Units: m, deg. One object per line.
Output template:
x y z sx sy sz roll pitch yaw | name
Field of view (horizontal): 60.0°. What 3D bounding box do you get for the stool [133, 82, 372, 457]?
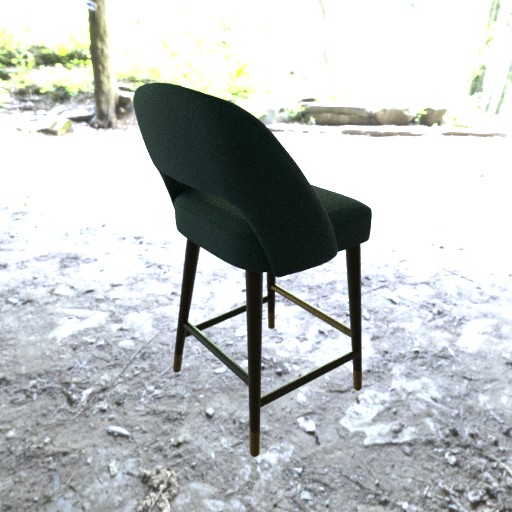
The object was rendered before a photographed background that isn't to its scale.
0.000 0.000 1.261 0.522 0.939 0.536 -18 31 -34 | stool
